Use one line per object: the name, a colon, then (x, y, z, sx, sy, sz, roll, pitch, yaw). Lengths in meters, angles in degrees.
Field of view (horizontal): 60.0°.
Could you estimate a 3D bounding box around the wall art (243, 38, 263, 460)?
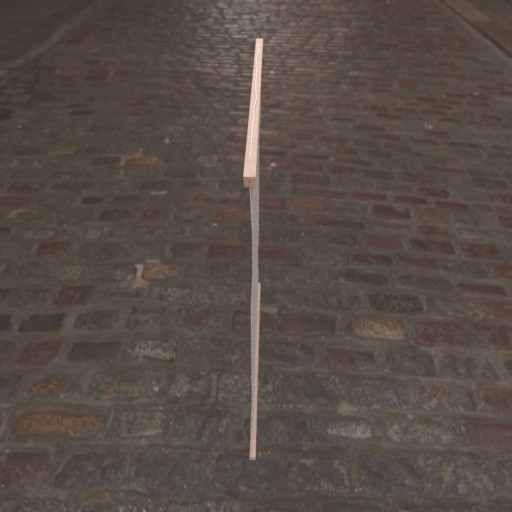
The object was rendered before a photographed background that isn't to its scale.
wall art: (0.000, 0.000, 1.321, 0.020, 1.013, 0.758, 1, 41, 1)
